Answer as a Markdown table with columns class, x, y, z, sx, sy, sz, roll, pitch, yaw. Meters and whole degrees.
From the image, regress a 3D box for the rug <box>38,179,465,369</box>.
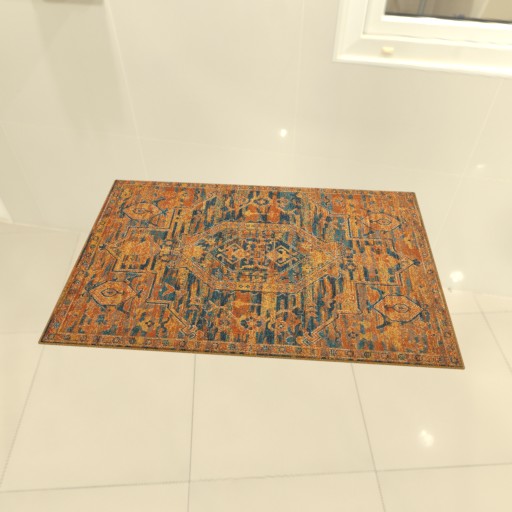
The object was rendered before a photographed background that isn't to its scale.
| class | x | y | z | sx | sy | sz | roll | pitch | yaw |
| --- | --- | --- | --- | --- | --- | --- | --- | --- | --- |
| rug | 0.000 | 0.000 | 1.083 | 0.863 | 0.008 | 0.557 | 3 | 47 | 3 |
